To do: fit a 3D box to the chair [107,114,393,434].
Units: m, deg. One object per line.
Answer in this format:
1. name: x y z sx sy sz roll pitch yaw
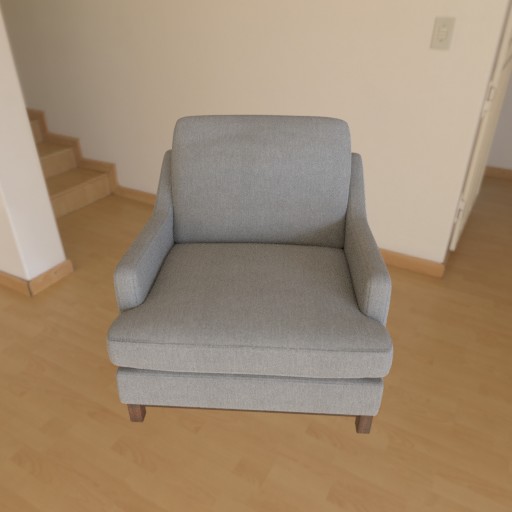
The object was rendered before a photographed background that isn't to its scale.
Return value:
1. chair: 0.000 0.000 1.574 0.826 0.821 0.892 2 31 3
